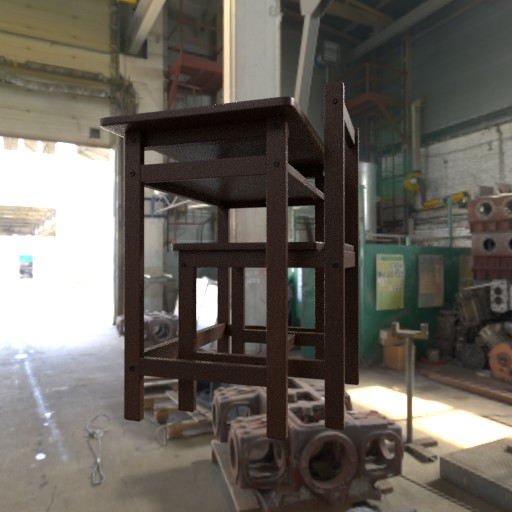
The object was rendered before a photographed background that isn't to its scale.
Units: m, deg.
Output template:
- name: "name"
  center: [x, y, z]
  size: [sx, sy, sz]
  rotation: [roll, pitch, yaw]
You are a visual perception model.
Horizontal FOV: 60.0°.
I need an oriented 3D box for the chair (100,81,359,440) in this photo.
- name: "chair"
  center: [0.000, 0.000, 1.082]
  size: [0.463, 0.673, 0.599]
  rotation: [0, 0, 18]
